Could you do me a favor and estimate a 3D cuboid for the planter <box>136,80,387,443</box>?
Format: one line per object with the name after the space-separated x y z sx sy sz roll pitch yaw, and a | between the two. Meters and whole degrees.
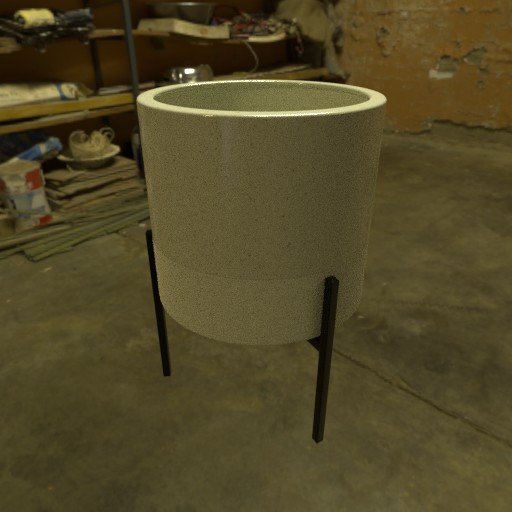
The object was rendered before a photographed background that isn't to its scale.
0.000 0.000 0.330 0.159 0.230 0.152 0 28 0 | planter
